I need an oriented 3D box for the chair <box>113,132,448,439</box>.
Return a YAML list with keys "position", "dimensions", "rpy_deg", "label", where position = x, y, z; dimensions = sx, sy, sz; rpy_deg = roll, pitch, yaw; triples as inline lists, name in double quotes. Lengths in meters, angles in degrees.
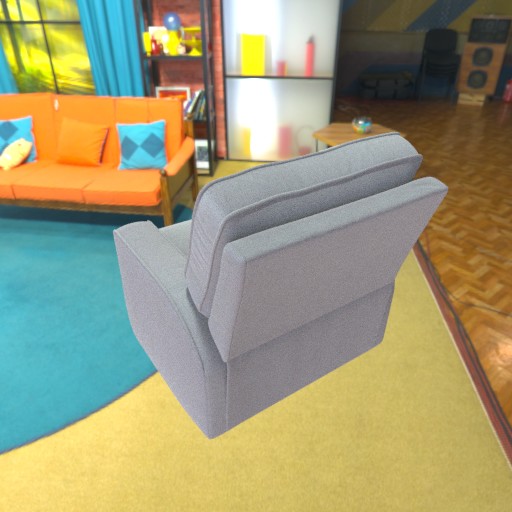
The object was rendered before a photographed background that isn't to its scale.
- position: [0.000, 0.000, 1.665]
  dimensions: [0.861, 0.964, 0.969]
  rpy_deg: [-20, 37, -29]
  label: "chair"
